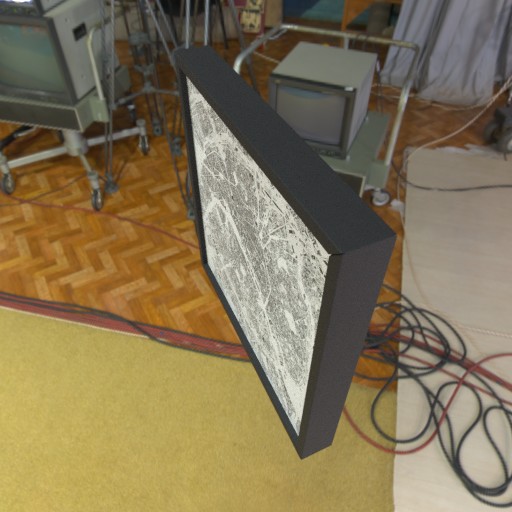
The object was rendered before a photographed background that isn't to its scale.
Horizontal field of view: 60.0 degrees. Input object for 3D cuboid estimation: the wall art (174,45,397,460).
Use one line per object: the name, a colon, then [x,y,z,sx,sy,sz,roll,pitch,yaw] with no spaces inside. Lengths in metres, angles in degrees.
wall art: [0.000,0.000,0.450,0.037,0.305,0.305,-18,49,-17]
